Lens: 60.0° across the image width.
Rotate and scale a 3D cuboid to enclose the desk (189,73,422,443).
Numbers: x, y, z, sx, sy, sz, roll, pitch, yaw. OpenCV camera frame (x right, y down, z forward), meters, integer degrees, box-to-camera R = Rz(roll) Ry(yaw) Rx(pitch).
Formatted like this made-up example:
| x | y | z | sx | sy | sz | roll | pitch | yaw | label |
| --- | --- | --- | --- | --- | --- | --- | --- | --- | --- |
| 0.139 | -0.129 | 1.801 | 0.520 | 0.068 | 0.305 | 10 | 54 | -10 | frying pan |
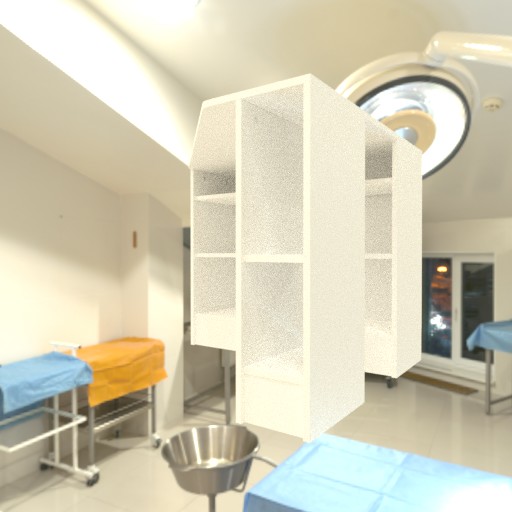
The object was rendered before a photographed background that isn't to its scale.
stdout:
| x | y | z | sx | sy | sz | roll | pitch | yaw | label |
| --- | --- | --- | --- | --- | --- | --- | --- | --- | --- |
| 0.000 | 0.000 | 1.628 | 0.940 | 0.818 | 0.926 | 0 | 1 | 35 | desk |
